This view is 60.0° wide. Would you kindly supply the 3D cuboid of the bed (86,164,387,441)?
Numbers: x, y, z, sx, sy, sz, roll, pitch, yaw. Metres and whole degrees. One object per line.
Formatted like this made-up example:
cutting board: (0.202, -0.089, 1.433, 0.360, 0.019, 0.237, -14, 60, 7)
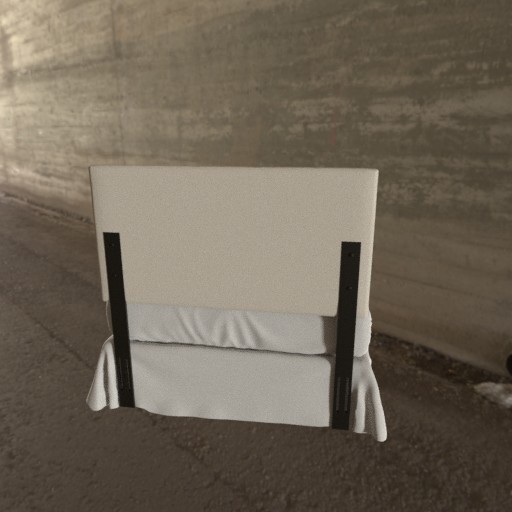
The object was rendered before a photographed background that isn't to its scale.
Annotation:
bed: (0.000, 0.000, 3.585, 1.936, 1.577, 2.222, 3, 16, 9)
